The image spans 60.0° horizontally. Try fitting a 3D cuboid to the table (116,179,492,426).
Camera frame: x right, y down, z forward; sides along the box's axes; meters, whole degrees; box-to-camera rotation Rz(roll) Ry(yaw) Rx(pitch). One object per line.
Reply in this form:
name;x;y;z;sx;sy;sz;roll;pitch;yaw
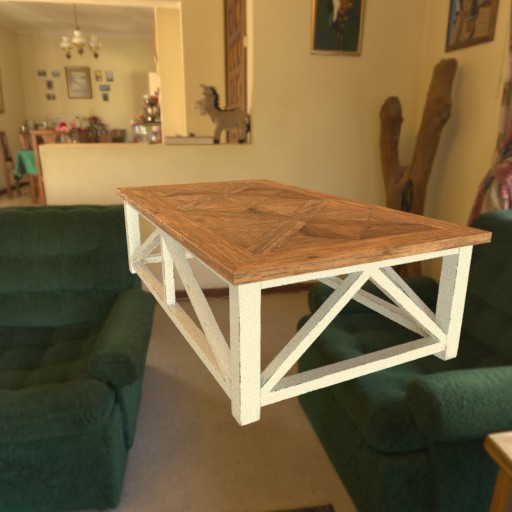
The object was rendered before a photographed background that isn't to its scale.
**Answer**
table;0.000;0.000;1.746;0.800;0.410;1.400;-8;19;-25
